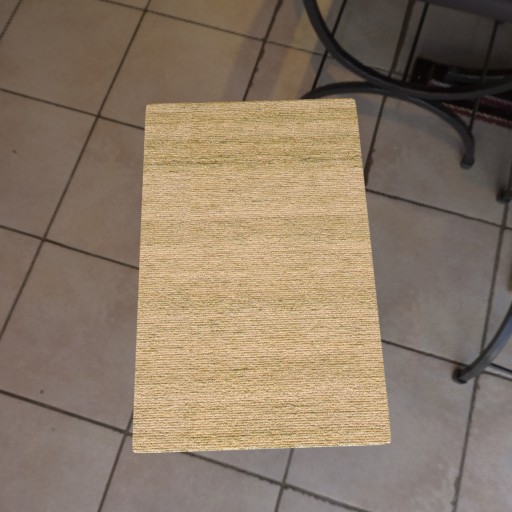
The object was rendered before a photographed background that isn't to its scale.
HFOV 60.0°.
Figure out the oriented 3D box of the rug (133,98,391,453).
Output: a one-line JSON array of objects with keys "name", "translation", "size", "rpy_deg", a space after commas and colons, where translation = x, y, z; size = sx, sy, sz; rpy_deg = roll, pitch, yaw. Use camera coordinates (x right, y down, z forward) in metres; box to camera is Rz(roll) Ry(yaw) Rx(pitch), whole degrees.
[{"name": "rug", "translation": [0.000, 0.000, 2.182], "size": [1.143, 0.010, 1.758], "rpy_deg": [-2, 74, 0]}]
